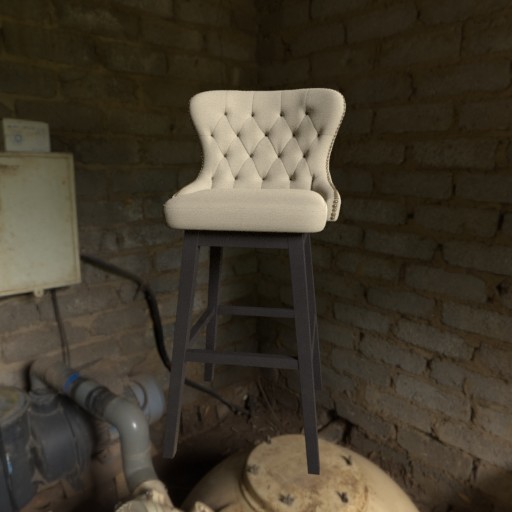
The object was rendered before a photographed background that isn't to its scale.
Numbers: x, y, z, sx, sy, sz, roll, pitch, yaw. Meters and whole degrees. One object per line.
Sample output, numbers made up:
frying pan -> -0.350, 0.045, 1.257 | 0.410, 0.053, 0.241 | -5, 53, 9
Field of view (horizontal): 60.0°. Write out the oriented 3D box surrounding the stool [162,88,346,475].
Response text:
stool -> 0.000, 0.000, 1.407 | 0.528, 1.066, 0.605 | 2, 13, 9
